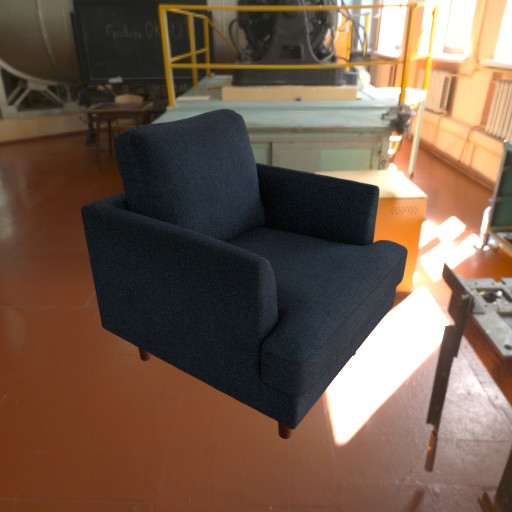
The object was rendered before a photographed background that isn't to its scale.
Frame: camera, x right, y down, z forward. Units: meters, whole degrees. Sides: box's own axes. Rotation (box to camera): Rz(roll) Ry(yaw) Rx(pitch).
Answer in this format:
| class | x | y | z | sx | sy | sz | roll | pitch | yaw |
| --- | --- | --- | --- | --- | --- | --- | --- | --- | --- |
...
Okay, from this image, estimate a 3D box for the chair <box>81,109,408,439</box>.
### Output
| class | x | y | z | sx | sy | sz | roll | pitch | yaw |
| --- | --- | --- | --- | --- | --- | --- | --- | --- | --- |
| chair | 0.000 | 0.000 | 1.657 | 0.899 | 0.957 | 0.858 | 18 | 31 | 31 |
